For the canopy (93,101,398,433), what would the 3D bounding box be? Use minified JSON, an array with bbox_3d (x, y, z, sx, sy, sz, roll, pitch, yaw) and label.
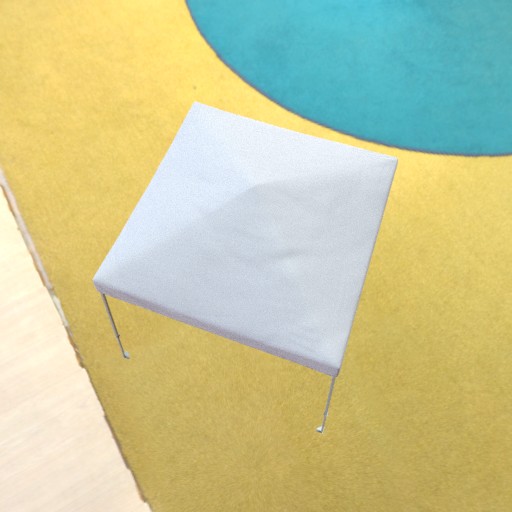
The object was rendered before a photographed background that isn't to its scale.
[{"bbox_3d":[0.000,0.000,5.182,2.850,2.850,2.849,18,65,9],"label":"canopy"}]
